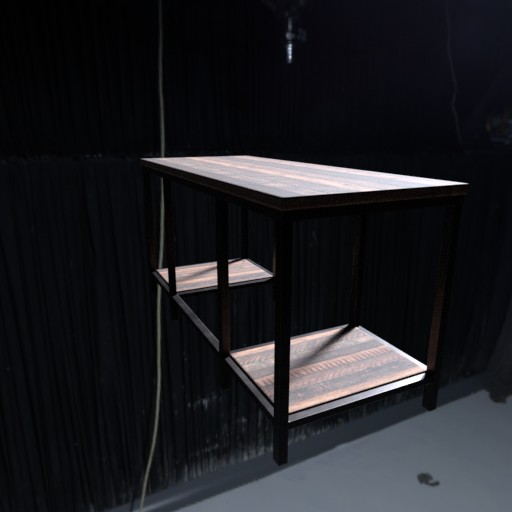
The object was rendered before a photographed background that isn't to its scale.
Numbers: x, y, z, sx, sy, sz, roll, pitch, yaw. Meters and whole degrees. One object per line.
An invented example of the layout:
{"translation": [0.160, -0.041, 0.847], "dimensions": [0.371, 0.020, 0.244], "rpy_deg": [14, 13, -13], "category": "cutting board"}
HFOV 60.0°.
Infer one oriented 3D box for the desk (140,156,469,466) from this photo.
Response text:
{"translation": [0.000, 0.000, 1.917], "dimensions": [0.617, 0.753, 1.538], "rpy_deg": [-8, 18, -25], "category": "desk"}
